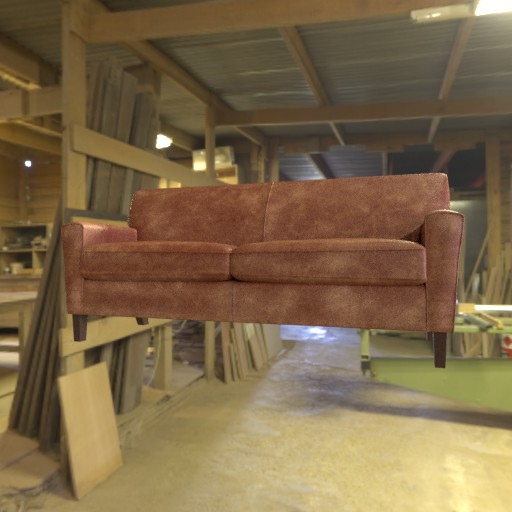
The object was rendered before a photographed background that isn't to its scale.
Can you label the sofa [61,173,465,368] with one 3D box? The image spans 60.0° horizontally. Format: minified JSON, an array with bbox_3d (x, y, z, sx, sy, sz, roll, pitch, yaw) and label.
[{"bbox_3d":[0.000,0.000,2.481,2.053,0.947,0.805,0,0,18],"label":"sofa"}]
